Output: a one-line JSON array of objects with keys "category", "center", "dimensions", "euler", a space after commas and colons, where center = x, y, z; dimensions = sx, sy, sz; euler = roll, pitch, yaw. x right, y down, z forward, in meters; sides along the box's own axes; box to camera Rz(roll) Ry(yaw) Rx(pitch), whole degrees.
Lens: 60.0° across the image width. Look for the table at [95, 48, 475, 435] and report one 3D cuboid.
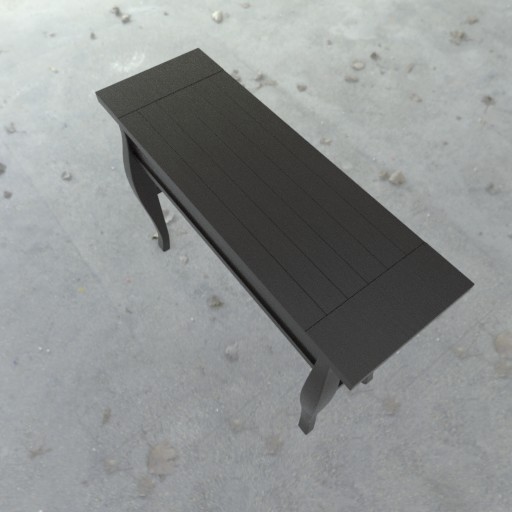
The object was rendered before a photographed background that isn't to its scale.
[{"category": "table", "center": [0.000, 0.000, 1.430], "dimensions": [0.373, 0.768, 1.062], "euler": [-33, 63, -19]}]
